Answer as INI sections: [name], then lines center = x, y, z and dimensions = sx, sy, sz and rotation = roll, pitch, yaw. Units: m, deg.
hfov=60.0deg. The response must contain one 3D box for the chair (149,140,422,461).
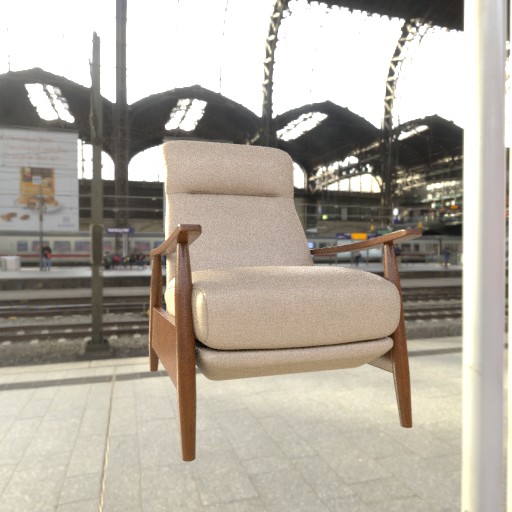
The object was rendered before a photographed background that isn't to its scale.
[chair]
center = 0.000, 0.000, 1.749
dimensions = 0.762, 1.082, 1.030
rotation = 0, 1, -19
